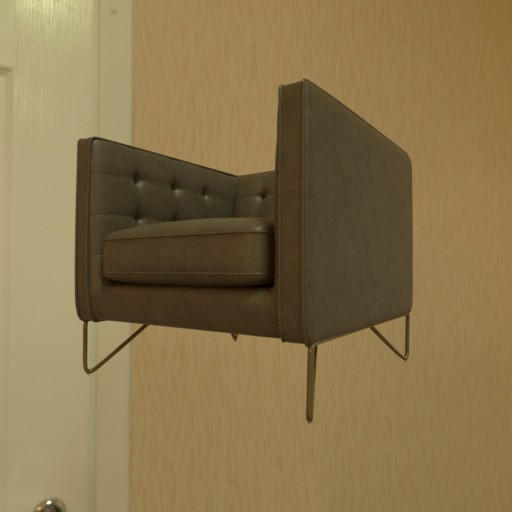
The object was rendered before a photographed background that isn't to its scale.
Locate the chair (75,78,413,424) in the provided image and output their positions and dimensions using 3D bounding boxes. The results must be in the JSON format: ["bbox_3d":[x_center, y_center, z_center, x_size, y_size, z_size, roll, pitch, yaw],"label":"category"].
[{"bbox_3d":[0.000,0.000,1.568,0.880,0.790,0.894,-1,-2,34],"label":"chair"}]
